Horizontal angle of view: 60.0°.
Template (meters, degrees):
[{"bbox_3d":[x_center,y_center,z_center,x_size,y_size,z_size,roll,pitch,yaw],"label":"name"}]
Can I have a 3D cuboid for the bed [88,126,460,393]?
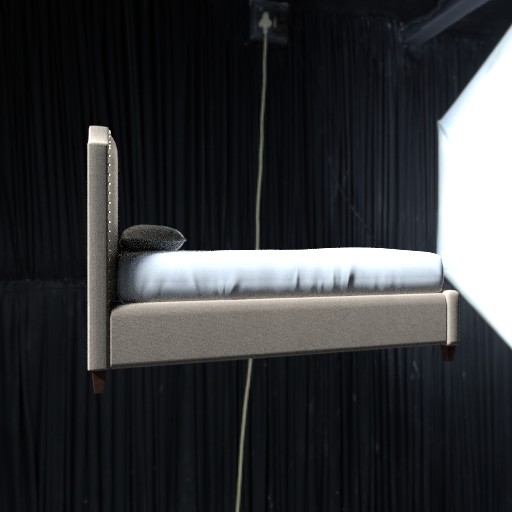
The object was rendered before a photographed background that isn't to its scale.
[{"bbox_3d":[0.000,0.000,3.404,2.329,1.415,1.703,0,0,-18],"label":"bed"}]
